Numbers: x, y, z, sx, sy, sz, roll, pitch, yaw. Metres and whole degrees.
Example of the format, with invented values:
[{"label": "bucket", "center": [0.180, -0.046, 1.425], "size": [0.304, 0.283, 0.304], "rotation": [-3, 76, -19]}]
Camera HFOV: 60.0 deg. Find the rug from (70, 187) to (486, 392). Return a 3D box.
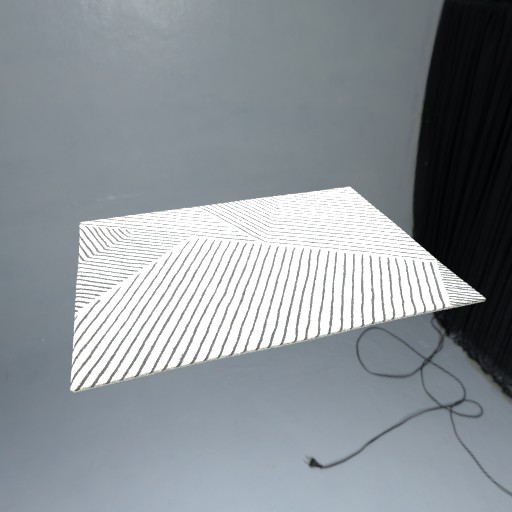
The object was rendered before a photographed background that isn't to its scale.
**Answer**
[{"label": "rug", "center": [0.000, 0.000, 3.189], "size": [2.449, 0.028, 1.829], "rotation": [-9, 34, -15]}]
